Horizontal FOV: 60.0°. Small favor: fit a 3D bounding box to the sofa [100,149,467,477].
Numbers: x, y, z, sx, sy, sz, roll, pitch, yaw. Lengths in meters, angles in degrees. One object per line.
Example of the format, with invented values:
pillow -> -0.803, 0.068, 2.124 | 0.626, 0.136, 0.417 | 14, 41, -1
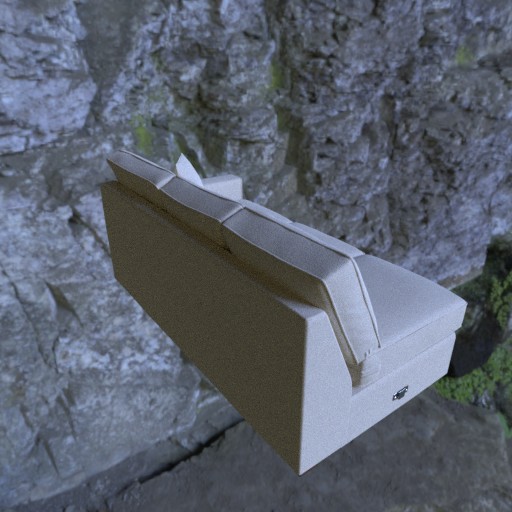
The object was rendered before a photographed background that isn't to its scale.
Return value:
sofa -> 0.000, 0.000, 2.461 | 1.034, 0.946, 1.963 | -18, 31, -32
